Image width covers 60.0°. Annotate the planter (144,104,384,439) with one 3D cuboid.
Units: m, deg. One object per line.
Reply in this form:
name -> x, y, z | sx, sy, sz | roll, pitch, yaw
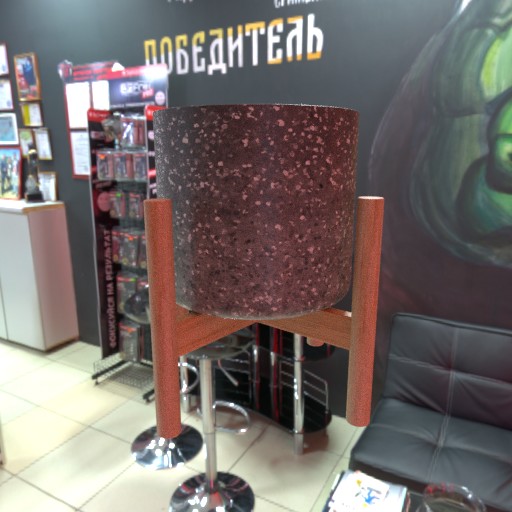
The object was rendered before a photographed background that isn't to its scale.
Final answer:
planter -> 0.000, 0.000, 0.525 | 0.284, 0.320, 0.284 | -7, 15, -27
